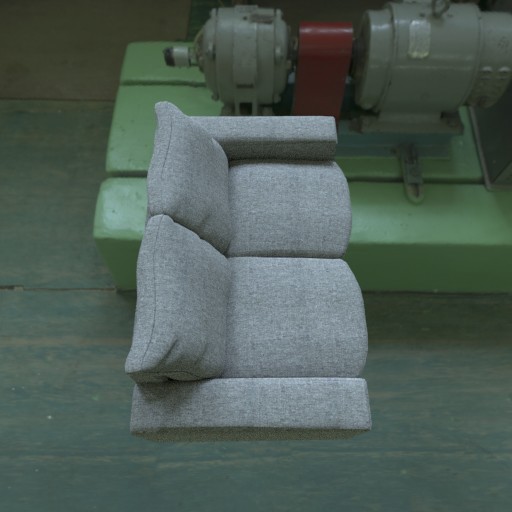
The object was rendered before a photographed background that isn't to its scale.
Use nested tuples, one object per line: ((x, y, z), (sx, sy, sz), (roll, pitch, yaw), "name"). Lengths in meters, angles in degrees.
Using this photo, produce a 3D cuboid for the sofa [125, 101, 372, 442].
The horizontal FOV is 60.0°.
((0.000, 0.000, 2.343), (1.094, 0.877, 1.758), (-1, 64, 0), "sofa")
